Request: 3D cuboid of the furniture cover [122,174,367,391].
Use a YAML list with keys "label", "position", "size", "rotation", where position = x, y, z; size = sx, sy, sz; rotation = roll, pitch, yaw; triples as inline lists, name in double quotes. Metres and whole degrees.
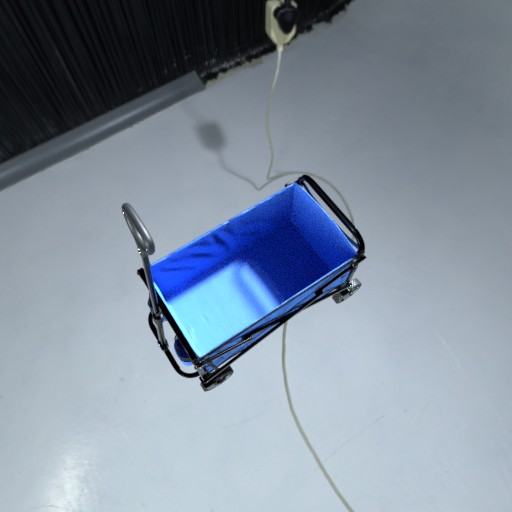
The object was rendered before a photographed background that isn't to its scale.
- label: "furniture cover"
  position: [0.000, 0.000, 1.808]
  size: [1.038, 1.295, 0.532]
  rotation: [-31, 68, -14]
